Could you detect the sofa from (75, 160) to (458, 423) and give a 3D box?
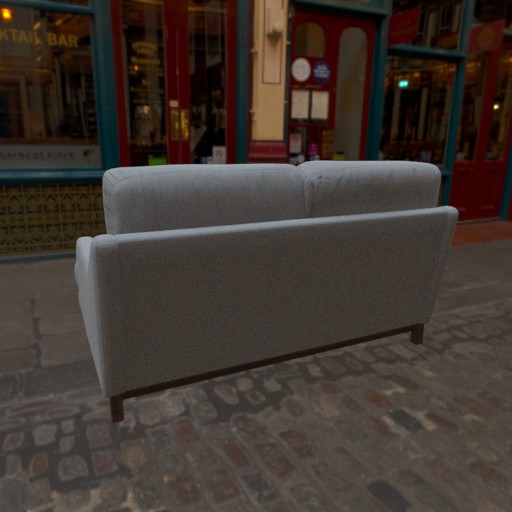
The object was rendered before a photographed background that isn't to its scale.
[{"bbox_3d":[0.000,0.000,2.141,1.589,0.921,0.987,-7,16,-25],"label":"sofa"}]
